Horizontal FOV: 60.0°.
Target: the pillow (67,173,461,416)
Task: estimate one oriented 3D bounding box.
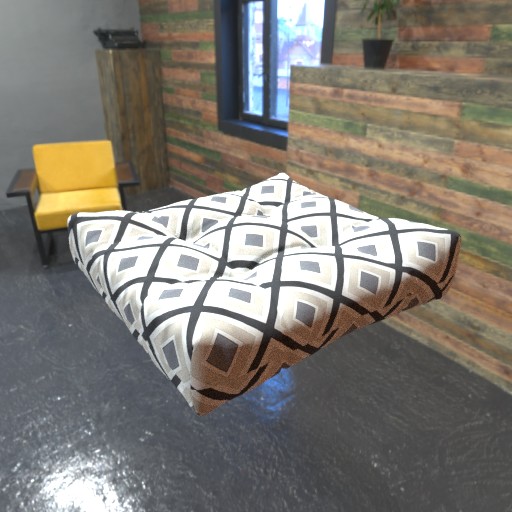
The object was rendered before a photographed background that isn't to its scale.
[{"bbox_3d":[0.000,0.000,0.740,0.490,0.128,0.468,-18,31,-32],"label":"pillow"}]
